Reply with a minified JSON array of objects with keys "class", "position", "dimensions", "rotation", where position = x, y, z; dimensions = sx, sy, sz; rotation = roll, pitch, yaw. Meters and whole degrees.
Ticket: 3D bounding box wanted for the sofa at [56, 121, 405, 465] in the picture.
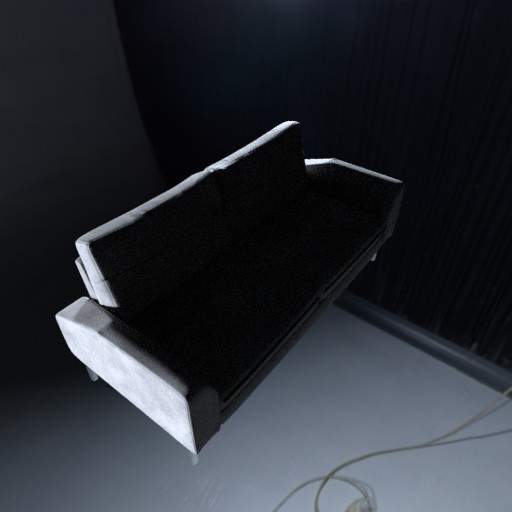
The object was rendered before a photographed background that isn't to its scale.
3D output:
[{"class":"sofa","position":[0.000,0.000,2.347],"dimensions":[0.849,0.859,1.837],"rotation":[26,46,28]}]
